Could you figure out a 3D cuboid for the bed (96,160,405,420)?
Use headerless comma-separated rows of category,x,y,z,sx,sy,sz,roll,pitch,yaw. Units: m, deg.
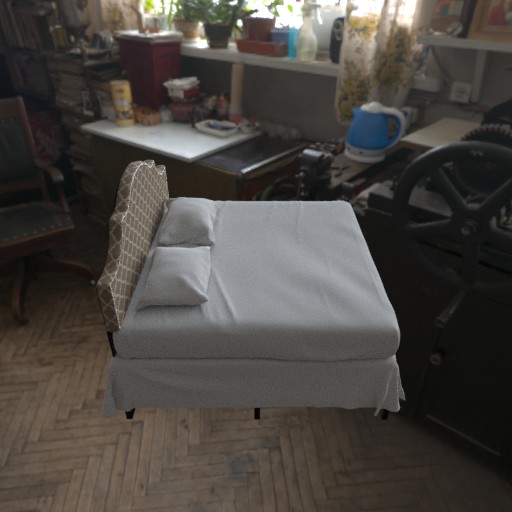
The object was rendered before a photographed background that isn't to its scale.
bed,0.000,0.000,3.784,2.222,1.601,2.314,0,33,0
